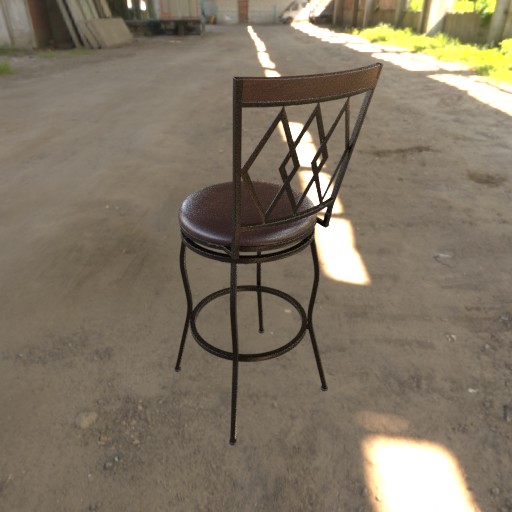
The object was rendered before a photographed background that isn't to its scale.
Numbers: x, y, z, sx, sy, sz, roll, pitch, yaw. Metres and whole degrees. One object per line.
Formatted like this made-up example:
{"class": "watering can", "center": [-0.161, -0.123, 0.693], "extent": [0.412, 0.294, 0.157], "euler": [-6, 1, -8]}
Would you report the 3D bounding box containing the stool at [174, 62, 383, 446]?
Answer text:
{"class": "stool", "center": [0.000, 0.000, 1.391], "extent": [0.432, 1.134, 0.521], "euler": [-19, 35, -30]}
